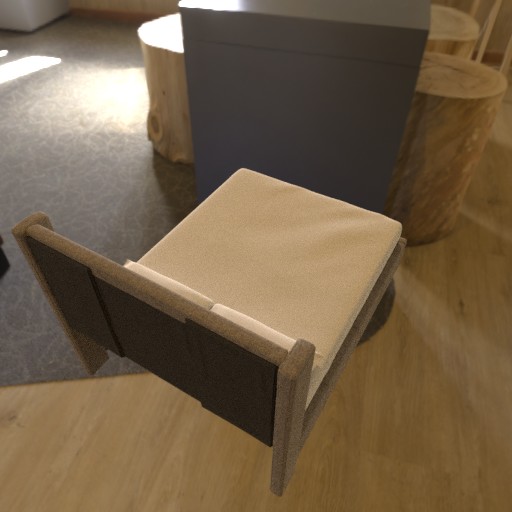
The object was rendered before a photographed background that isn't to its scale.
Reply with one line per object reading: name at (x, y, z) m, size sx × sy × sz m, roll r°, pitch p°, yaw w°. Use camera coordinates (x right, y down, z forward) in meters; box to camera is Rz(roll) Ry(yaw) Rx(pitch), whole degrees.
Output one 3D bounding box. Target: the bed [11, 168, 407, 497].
bed at (0.000, 0.000, 3.228) m, size 1.714 × 1.476 × 2.245 m, roll 23°, pitch 50°, yaw 21°
